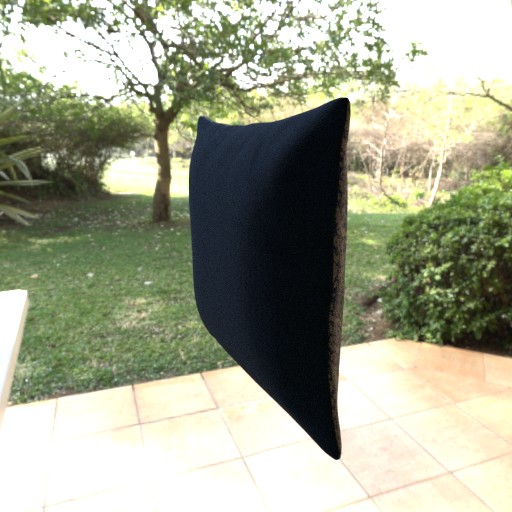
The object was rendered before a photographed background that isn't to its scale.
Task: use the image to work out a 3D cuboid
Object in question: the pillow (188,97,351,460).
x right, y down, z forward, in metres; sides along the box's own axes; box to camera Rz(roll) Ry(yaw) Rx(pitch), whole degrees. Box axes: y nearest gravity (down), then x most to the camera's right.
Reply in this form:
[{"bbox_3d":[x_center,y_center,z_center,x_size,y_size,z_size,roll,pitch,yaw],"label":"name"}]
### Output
[{"bbox_3d":[0.000,0.000,0.808,0.166,0.510,0.523,-7,16,-26],"label":"pillow"}]
